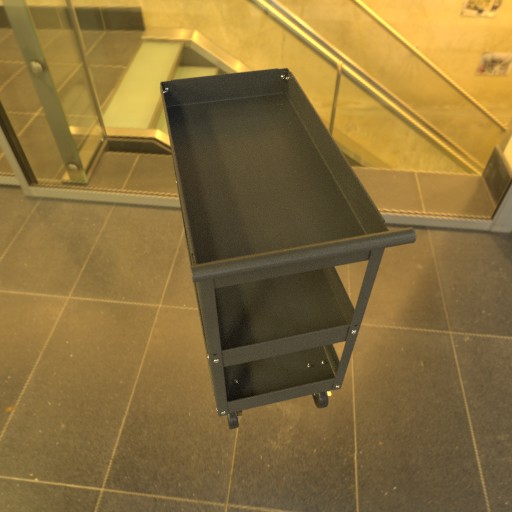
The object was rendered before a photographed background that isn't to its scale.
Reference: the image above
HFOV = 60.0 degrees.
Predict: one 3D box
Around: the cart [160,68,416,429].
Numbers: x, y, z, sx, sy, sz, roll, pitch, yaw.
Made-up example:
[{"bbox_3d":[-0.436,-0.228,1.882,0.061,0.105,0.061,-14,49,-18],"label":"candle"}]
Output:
[{"bbox_3d":[0.000,0.000,1.207,0.366,0.780,0.719,-10,49,-9],"label":"cart"}]
